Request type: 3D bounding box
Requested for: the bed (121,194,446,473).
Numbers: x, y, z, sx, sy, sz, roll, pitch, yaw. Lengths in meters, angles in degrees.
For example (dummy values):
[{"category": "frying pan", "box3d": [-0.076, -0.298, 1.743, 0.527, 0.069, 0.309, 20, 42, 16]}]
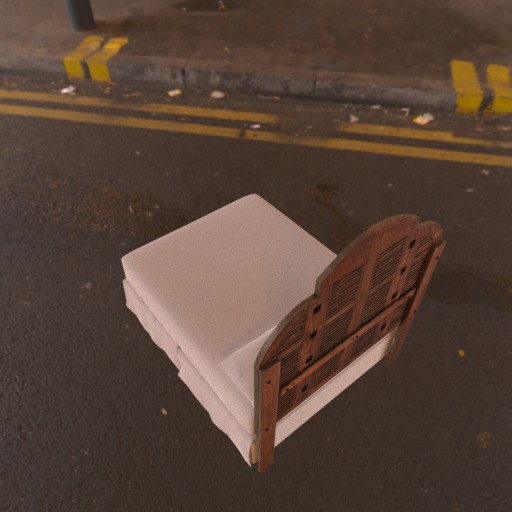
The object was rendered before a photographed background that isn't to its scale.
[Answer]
[{"category": "bed", "box3d": [0.000, 0.000, 3.573, 1.713, 2.019, 2.138, -30, 52, -26]}]
